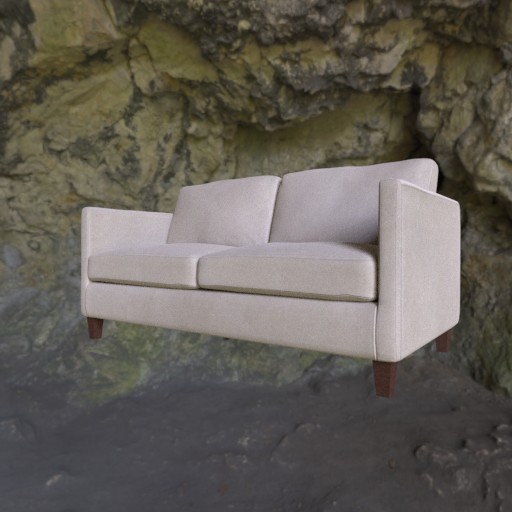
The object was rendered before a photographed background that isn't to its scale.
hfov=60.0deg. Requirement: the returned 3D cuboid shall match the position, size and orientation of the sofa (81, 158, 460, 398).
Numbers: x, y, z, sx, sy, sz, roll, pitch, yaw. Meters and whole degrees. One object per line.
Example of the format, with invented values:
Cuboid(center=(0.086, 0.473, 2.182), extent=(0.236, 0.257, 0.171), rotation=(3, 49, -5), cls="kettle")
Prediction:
Cuboid(center=(0.000, 0.000, 2.350), extent=(1.846, 0.940, 0.950), rotation=(1, 1, 36), cls="sofa")
